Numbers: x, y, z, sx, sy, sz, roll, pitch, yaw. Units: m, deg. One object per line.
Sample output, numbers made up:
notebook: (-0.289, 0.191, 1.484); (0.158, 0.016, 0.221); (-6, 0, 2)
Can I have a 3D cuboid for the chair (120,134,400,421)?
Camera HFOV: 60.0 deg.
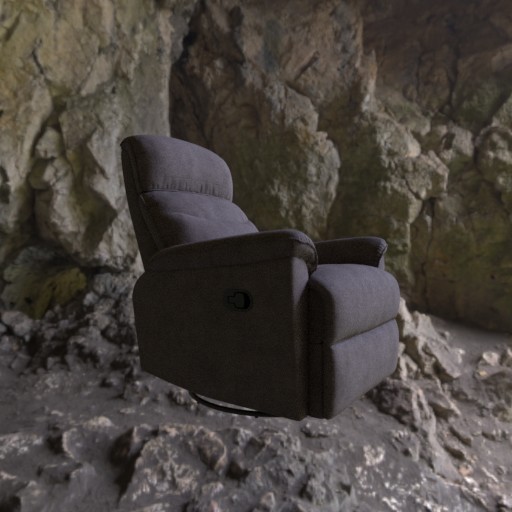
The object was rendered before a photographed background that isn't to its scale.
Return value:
chair: (0.000, 0.000, 1.780); (1.009, 1.036, 0.830); (0, 0, 34)
